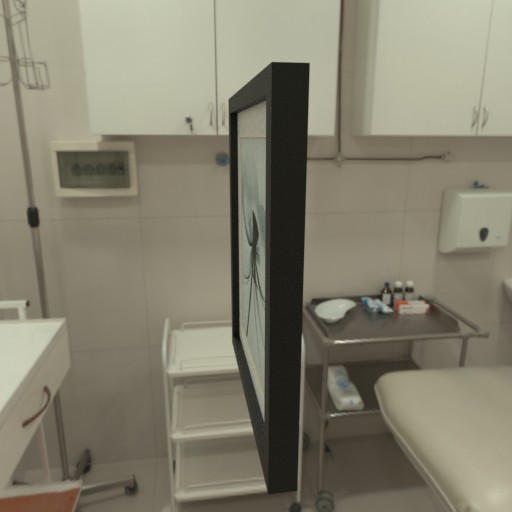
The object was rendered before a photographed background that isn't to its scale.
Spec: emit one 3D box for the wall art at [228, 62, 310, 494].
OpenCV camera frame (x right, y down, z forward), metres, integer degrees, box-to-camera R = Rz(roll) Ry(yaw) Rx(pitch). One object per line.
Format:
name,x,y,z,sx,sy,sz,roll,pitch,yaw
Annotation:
wall art,0.000,0.000,0.532,0.029,0.381,0.330,-2,15,-9
